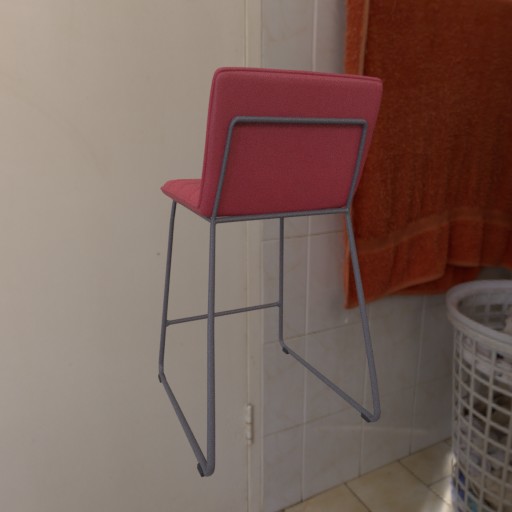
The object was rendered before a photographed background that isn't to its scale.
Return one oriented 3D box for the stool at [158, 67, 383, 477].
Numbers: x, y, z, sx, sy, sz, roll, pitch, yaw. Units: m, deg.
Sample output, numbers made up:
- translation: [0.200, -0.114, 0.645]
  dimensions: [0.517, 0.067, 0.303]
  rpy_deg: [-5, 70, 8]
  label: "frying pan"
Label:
- translation: [0.000, 0.000, 1.189]
  dimensions: [0.489, 0.866, 0.524]
  rpy_deg: [-7, 16, -24]
  label: "stool"
